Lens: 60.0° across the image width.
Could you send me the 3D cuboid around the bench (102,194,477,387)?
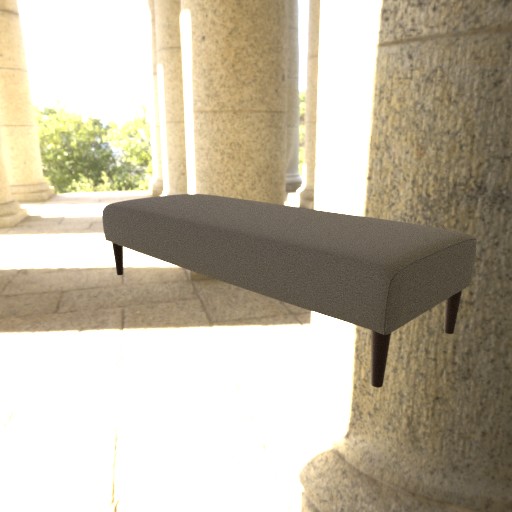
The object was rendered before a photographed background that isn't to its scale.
[{"bbox_3d":[0.000,0.000,1.933,0.646,0.393,1.609,-15,21,-43],"label":"bench"}]
